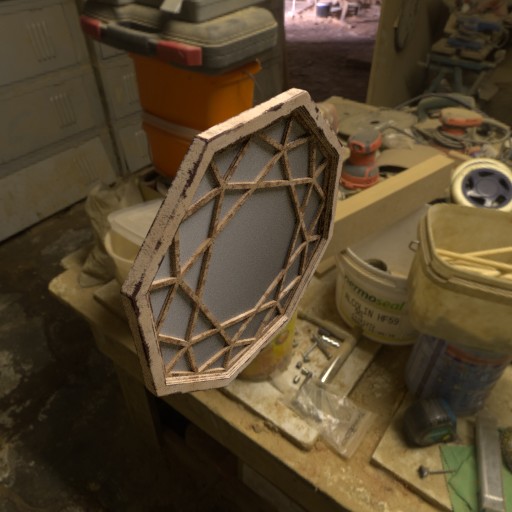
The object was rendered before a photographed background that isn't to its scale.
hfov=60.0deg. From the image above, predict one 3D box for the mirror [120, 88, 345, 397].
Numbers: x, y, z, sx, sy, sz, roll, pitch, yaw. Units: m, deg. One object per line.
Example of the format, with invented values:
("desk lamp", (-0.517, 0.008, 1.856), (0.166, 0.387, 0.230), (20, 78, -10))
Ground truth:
("mirror", (0.000, 0.000, 0.966), (0.031, 0.648, 0.648), (27, 47, 28))
